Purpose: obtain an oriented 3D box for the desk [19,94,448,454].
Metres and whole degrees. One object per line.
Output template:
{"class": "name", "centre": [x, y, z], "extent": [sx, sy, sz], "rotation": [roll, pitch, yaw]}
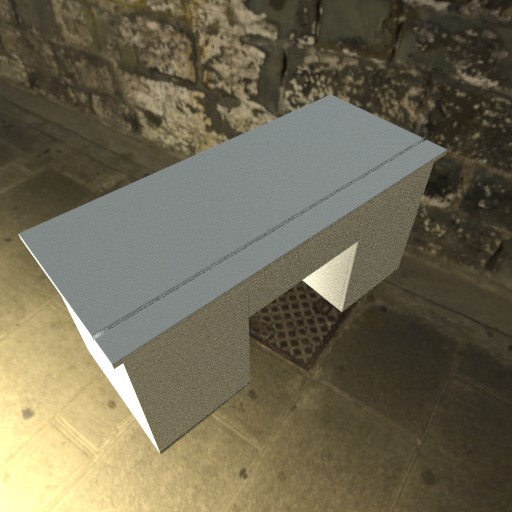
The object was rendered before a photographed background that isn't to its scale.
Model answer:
{"class": "desk", "centre": [0.000, 0.000, 1.978], "extent": [1.580, 0.760, 0.670], "rotation": [-32, 54, -27]}
